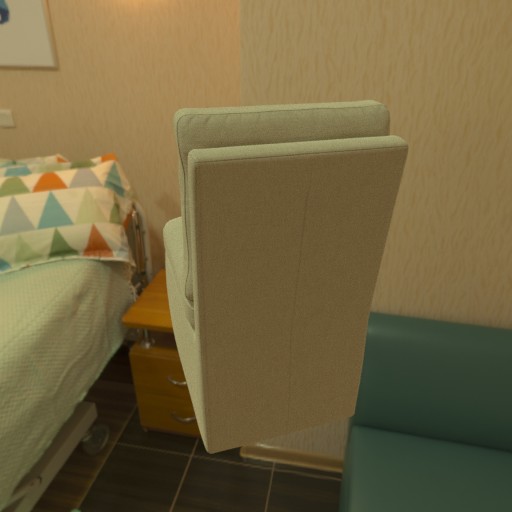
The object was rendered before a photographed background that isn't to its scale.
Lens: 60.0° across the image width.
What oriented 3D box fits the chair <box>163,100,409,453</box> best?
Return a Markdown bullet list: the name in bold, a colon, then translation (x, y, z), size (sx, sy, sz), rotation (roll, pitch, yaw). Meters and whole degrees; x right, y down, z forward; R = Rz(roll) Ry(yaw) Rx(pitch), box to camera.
- **chair**: translation (0.000, 0.000, 1.346), size (0.503, 0.927, 0.698), rotation (-8, 27, -16)
